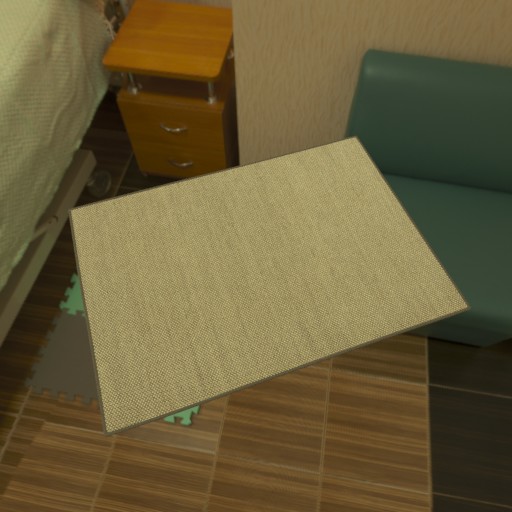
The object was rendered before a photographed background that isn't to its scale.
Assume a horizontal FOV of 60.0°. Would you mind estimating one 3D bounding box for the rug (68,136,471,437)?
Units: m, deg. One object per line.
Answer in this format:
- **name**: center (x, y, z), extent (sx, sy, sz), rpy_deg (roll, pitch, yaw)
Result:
- **rug**: center (0.000, 0.000, 2.768), extent (2.133, 0.012, 1.523), rpy_deg (-16, 59, -10)
